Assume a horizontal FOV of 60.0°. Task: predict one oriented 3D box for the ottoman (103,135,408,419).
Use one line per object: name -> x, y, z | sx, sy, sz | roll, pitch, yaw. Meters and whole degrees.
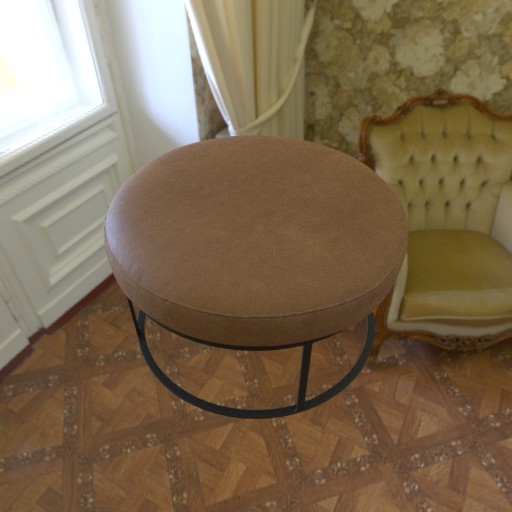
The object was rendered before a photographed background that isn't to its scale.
ottoman -> 0.000, 0.000, 1.252 | 0.771, 0.460, 0.771 | 0, 41, 0
